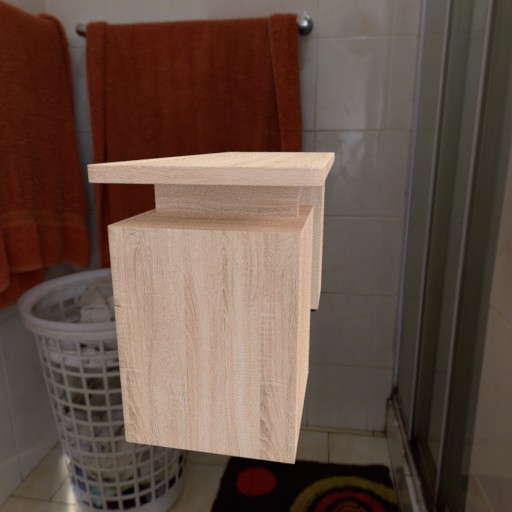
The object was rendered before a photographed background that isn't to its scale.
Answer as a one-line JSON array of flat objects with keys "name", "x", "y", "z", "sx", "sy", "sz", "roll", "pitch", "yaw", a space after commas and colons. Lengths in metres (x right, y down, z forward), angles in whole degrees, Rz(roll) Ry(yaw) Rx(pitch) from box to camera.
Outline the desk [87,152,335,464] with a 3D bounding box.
[{"name": "desk", "x": 0.000, "y": 0.000, "z": 1.734, "sx": 0.550, "sy": 0.760, "sz": 1.400, "roll": 3, "pitch": 15, "yaw": 10}]
